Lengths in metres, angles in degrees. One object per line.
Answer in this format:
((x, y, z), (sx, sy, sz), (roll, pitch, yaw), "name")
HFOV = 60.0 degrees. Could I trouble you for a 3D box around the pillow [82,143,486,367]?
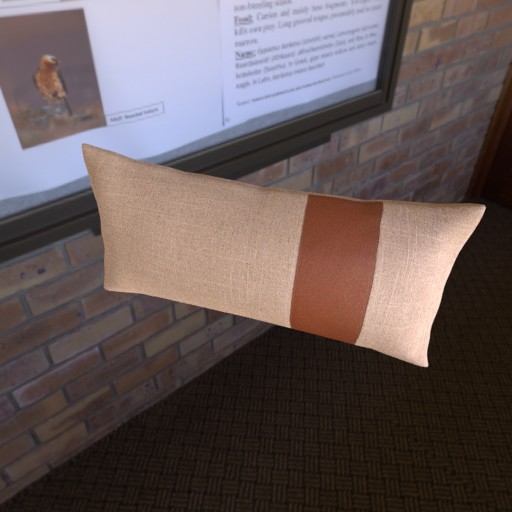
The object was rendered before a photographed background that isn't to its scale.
((0.000, 0.000, 0.720), (0.612, 0.282, 0.155), (11, 40, 14), "pillow")
